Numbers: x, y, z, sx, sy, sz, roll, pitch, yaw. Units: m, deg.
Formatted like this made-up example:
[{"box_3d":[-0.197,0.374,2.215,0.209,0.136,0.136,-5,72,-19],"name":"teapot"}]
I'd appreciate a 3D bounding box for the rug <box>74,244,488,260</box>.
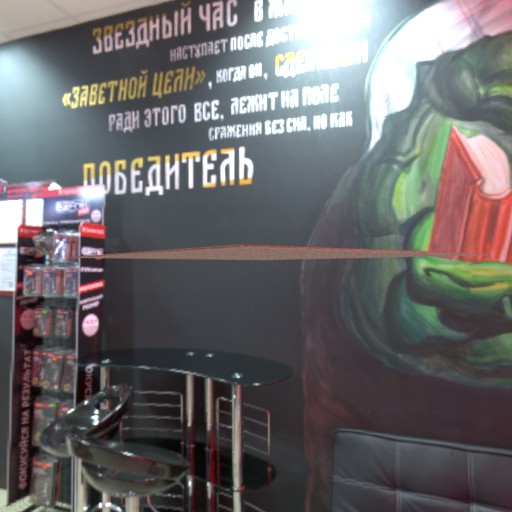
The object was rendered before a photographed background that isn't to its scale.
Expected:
[{"box_3d":[0.000,0.000,3.476,2.073,0.011,2.584,1,-2,-36],"name":"rug"}]
